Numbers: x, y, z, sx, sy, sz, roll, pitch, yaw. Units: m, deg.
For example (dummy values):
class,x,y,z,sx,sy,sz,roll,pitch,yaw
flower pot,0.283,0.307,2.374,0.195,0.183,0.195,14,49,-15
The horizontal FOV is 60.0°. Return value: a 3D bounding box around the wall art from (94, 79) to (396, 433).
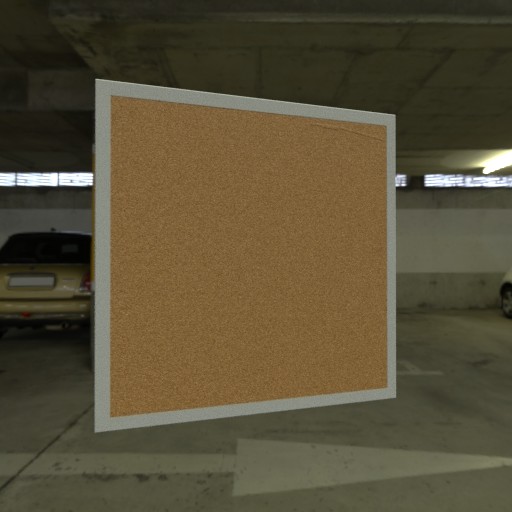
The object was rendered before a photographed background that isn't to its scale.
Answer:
class,x,y,z,sx,sy,sz,roll,pitch,yaw
wall art,0.000,0.000,0.447,0.305,0.305,0.038,0,0,-18
